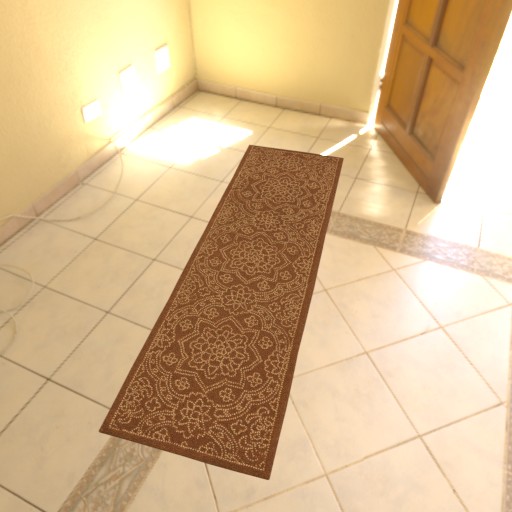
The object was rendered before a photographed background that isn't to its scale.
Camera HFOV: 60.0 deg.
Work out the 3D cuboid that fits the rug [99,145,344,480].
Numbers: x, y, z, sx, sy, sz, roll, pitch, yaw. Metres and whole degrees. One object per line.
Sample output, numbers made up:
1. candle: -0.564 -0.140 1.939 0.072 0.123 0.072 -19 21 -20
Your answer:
1. rug: 0.000 0.000 2.689 0.769 0.012 2.448 11 46 11
